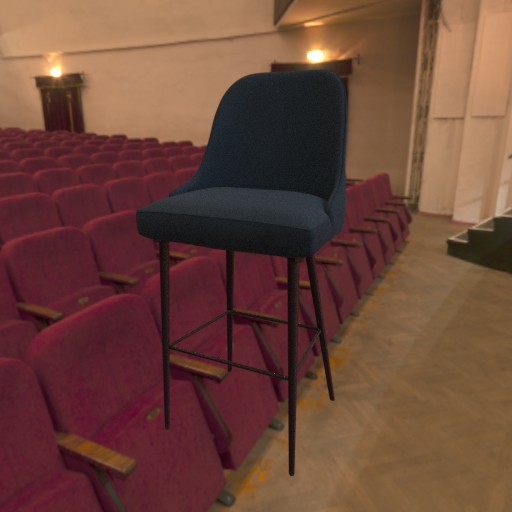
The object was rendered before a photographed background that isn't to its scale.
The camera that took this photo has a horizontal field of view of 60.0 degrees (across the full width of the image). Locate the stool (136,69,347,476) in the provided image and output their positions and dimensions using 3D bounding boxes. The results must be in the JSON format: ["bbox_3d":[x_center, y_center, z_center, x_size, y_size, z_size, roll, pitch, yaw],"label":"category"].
[{"bbox_3d":[0.000,0.000,1.333,0.527,1.079,0.489,8,18,26],"label":"stool"}]
